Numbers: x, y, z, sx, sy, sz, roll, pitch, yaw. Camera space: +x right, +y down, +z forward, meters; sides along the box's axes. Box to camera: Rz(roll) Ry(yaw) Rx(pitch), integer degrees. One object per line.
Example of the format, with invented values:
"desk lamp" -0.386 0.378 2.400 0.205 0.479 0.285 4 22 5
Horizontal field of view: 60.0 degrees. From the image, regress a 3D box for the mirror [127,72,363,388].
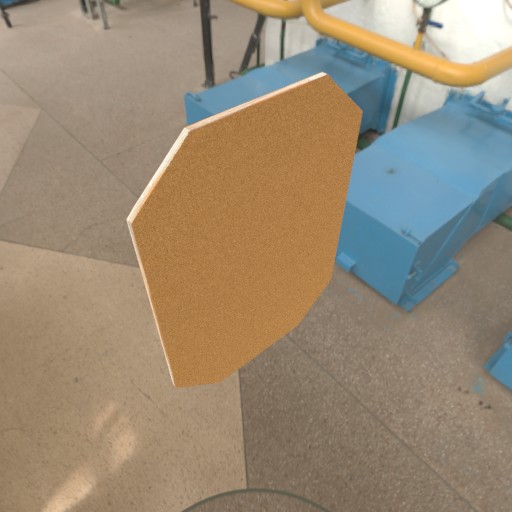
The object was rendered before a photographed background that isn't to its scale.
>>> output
"mirror" 0.000 0.000 1.330 0.709 1.015 0.061 -31 54 -26
